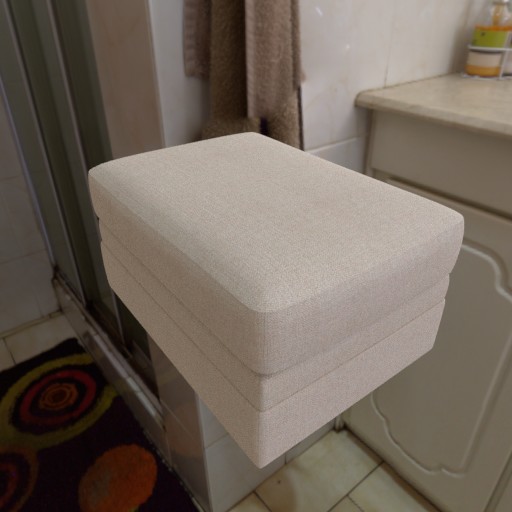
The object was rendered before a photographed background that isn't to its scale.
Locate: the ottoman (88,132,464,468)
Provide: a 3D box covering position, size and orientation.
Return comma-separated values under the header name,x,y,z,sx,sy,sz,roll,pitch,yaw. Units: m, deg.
name,x,y,z,sx,sy,sz,roll,pitch,yaw
ottoman,0.000,0.000,1.259,0.637,0.478,0.885,-21,37,-31
